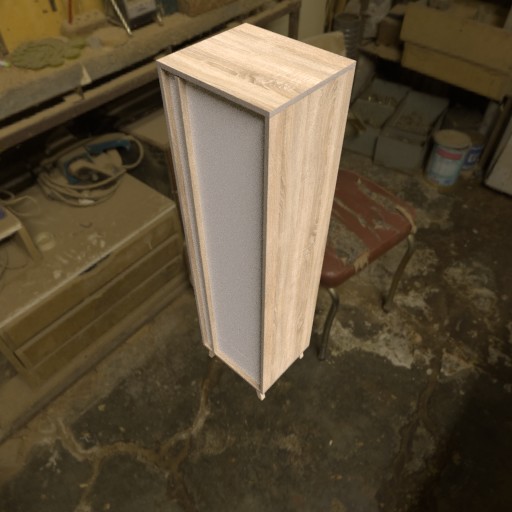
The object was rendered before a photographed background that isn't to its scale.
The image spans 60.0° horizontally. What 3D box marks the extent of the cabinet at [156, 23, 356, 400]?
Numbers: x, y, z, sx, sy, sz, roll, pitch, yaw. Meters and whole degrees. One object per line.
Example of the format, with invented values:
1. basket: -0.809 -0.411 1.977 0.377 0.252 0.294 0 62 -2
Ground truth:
1. cabinet: 0.000 0.000 2.227 0.510 1.960 0.450 33 56 27
